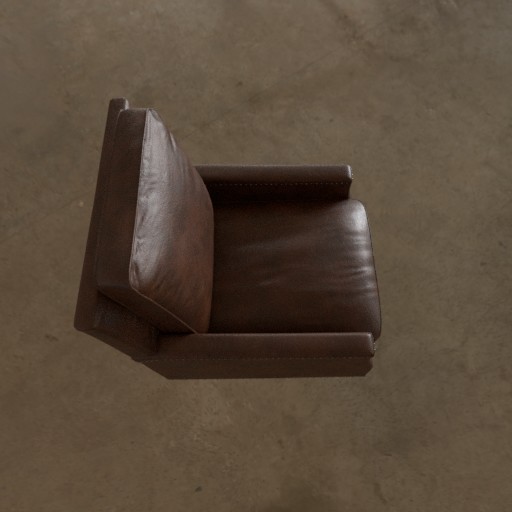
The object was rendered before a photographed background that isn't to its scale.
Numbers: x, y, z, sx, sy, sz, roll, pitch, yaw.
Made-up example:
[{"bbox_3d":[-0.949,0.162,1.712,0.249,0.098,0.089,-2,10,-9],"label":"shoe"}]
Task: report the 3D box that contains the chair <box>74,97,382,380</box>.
[{"bbox_3d":[0.000,0.000,1.810,1.035,1.054,0.854,-1,65,0],"label":"chair"}]
